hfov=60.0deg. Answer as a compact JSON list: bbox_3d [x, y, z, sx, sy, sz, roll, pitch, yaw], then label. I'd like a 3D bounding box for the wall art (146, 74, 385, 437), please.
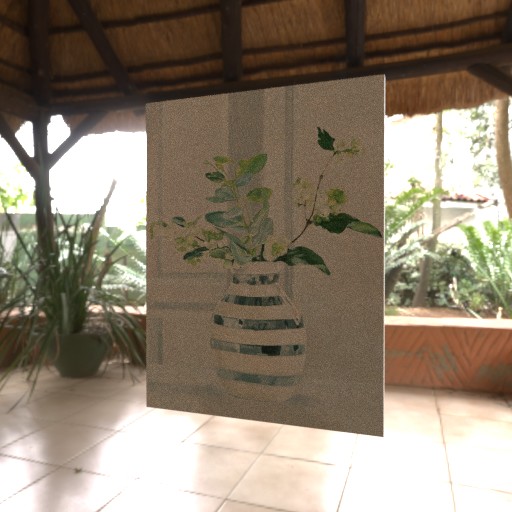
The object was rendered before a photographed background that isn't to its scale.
[{"bbox_3d":[0.000,0.000,1.641,0.914,1.212,0.038,0,1,19],"label":"wall art"}]
